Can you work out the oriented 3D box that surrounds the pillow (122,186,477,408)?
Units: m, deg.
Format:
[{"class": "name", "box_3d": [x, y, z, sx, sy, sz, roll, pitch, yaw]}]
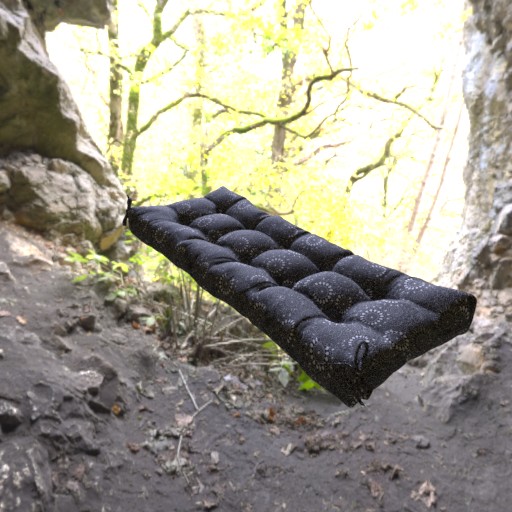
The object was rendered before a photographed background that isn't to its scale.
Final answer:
[{"class": "pillow", "box_3d": [0.000, 0.000, 1.348, 0.511, 0.174, 1.194, -18, 31, -32]}]
